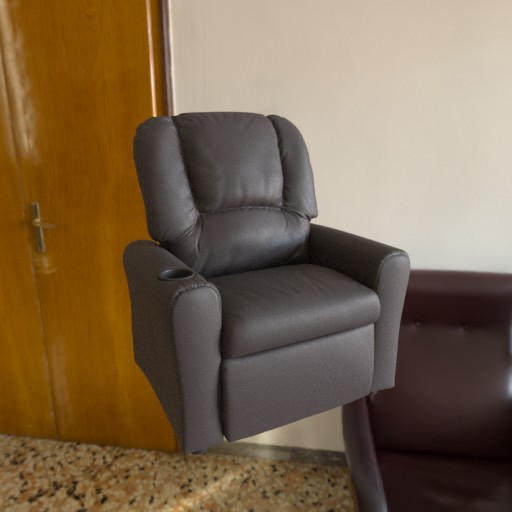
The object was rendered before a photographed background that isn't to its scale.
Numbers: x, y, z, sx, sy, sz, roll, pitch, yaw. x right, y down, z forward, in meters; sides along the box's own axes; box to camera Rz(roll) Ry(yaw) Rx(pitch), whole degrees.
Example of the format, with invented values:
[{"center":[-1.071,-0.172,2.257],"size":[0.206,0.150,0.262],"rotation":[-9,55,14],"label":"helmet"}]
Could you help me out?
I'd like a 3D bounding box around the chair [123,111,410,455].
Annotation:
[{"center":[0.000,0.000,1.125],"size":[0.610,0.709,0.521],"rotation":[-8,18,-26],"label":"chair"}]
